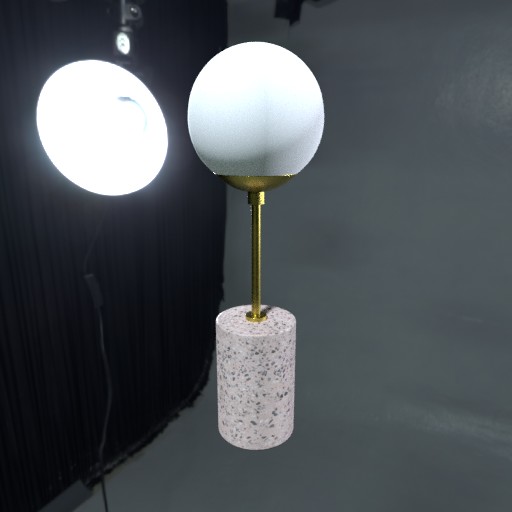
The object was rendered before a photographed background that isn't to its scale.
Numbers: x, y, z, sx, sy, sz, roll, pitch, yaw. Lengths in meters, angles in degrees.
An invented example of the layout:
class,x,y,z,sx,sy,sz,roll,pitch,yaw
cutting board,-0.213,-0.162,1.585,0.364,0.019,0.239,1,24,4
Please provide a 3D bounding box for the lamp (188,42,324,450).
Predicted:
class,x,y,z,sx,sy,sz,roll,pitch,yaw
lamp,0.000,0.000,0.545,0.153,0.480,0.153,0,15,0
